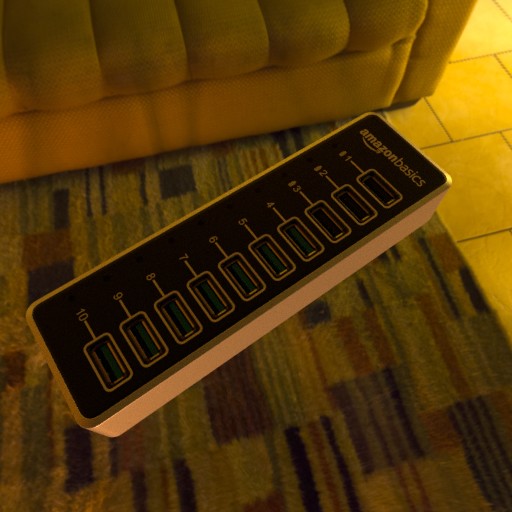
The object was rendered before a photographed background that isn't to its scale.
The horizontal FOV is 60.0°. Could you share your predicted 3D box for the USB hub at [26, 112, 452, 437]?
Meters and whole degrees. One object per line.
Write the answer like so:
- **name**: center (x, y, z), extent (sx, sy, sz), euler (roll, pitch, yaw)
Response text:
- **USB hub**: center (0.000, 0.000, 0.156), extent (0.145, 0.023, 0.044), euler (-32, 67, -16)
